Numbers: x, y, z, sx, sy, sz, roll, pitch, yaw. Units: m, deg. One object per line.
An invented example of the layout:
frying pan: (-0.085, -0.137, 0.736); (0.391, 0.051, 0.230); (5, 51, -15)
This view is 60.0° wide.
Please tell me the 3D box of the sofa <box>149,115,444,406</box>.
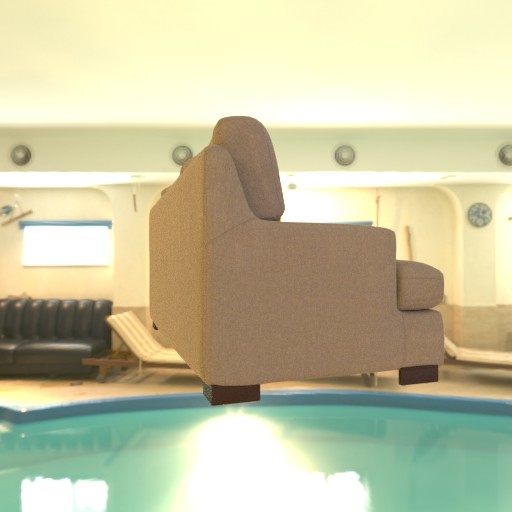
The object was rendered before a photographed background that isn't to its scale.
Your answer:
sofa: (0.000, 0.000, 2.390); (0.962, 0.980, 1.855); (0, -1, -19)
